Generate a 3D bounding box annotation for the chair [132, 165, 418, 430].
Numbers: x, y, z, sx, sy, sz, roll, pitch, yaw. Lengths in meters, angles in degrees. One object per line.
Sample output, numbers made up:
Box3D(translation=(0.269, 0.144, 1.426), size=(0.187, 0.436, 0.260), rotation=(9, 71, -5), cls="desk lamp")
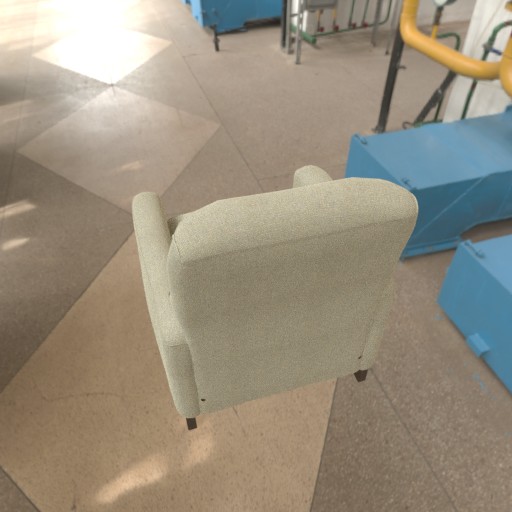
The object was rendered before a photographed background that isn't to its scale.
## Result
Box3D(translation=(0.000, 0.000, 1.671), size=(0.850, 1.006, 0.853), rotation=(-12, 43, -13), cls="chair")
